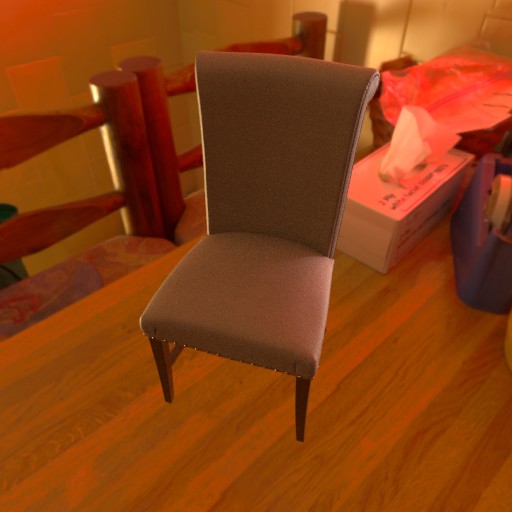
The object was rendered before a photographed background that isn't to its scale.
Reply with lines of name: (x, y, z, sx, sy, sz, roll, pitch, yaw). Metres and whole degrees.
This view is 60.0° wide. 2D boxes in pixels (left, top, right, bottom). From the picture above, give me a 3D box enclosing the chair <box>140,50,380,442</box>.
chair: (0.000, 0.000, 1.333, 0.513, 0.988, 0.608, 12, 43, 13)
